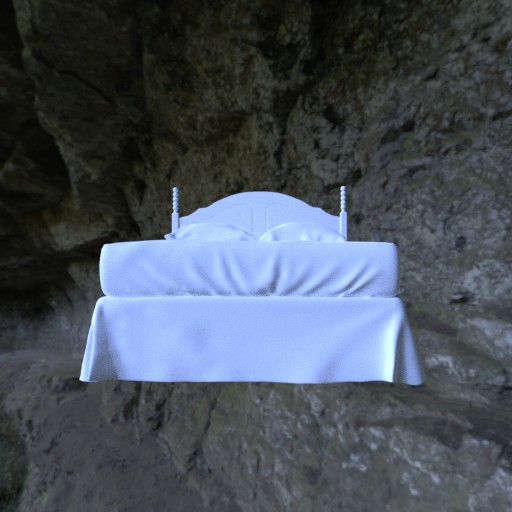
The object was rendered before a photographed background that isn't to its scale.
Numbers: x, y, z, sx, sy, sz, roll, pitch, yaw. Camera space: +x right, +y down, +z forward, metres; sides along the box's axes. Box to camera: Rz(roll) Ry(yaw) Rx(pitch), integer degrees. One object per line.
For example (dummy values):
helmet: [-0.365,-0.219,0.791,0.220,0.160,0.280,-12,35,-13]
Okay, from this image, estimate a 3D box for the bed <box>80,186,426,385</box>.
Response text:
bed: [0.000,0.000,3.223,1.873,1.356,2.040,0,-1,2]
